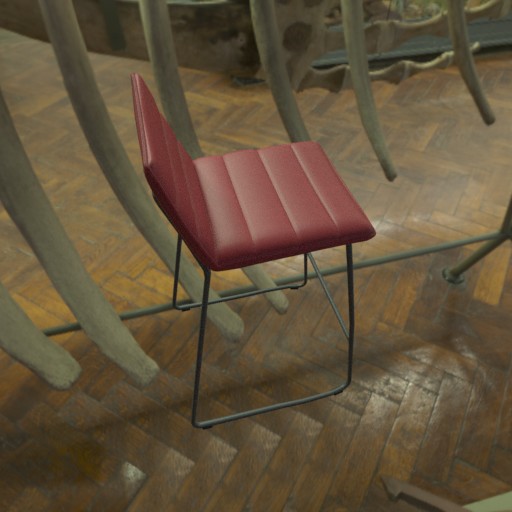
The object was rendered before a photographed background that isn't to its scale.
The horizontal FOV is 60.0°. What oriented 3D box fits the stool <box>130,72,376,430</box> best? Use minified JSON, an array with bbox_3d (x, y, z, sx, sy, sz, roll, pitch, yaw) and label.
[{"bbox_3d":[0.000,0.000,1.230,0.524,0.937,0.489,-11,47,-10],"label":"stool"}]
